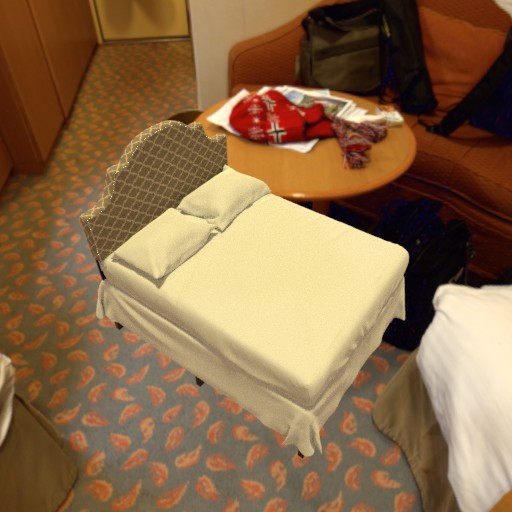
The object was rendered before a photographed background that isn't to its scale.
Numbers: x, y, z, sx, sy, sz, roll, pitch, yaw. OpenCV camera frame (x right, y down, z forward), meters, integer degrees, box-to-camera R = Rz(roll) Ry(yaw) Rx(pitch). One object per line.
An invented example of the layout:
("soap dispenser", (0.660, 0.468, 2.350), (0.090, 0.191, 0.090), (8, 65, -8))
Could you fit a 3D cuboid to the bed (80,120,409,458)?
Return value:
("bed", (0.000, 0.000, 3.491), (2.222, 1.633, 1.780), (26, 49, 26))
